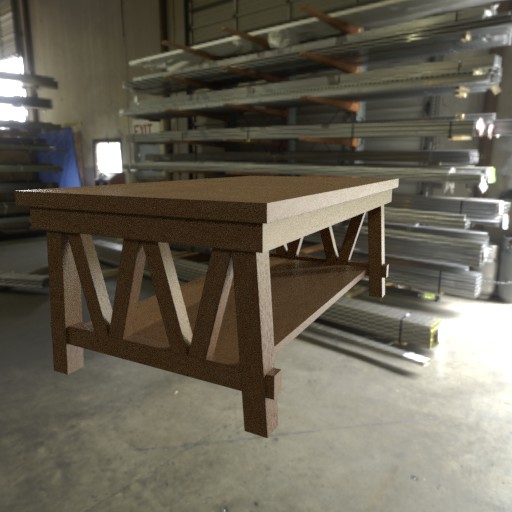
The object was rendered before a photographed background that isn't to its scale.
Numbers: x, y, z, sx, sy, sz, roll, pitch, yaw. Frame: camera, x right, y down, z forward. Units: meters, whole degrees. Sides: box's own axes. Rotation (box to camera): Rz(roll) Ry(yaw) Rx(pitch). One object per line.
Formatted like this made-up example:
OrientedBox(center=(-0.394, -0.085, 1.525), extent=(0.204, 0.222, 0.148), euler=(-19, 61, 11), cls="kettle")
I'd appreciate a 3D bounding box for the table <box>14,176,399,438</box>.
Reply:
OrientedBox(center=(0.000, 0.000, 1.560), extent=(0.711, 0.507, 1.270), euler=(6, 14, 27), cls="table")
